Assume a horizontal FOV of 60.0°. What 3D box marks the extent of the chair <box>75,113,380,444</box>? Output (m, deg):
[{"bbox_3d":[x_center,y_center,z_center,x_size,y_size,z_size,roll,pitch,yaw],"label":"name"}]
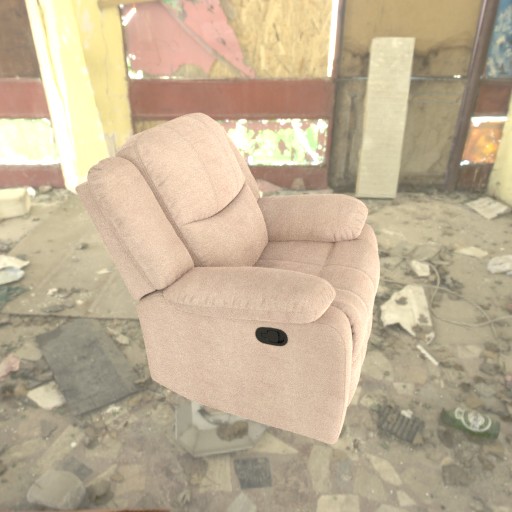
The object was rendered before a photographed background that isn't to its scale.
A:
[{"bbox_3d":[0.000,0.000,1.759,0.944,1.008,0.899,10,30,18],"label":"chair"}]
